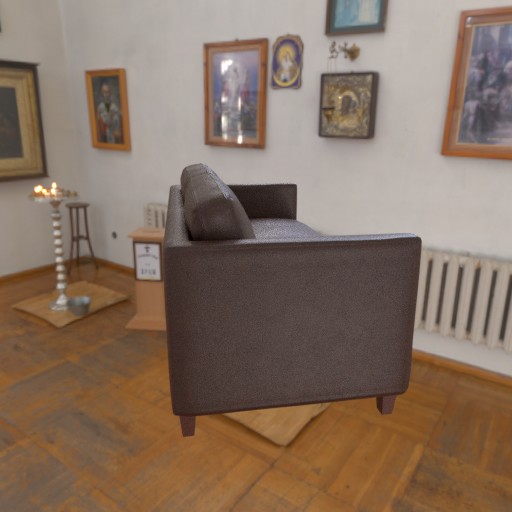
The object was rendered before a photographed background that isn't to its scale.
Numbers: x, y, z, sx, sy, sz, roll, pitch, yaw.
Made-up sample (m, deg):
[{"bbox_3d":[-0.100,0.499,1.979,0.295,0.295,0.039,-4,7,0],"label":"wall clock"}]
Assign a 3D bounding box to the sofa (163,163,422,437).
[{"bbox_3d":[0.000,0.000,2.461,0.951,0.933,1.883,-3,16,-9],"label":"sofa"}]
